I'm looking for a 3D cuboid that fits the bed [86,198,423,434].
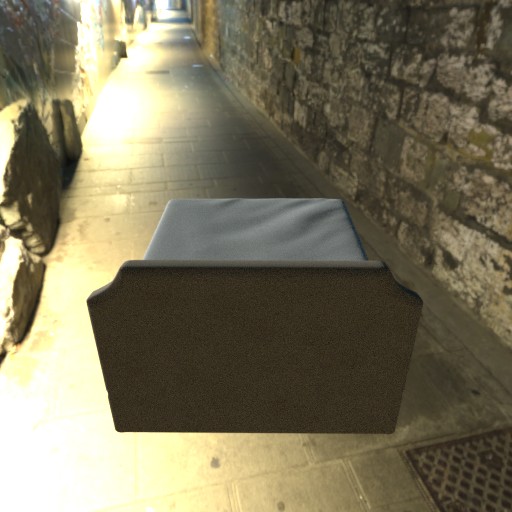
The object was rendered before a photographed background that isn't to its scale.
[{"bbox_3d":[0.000,0.000,3.641,1.977,1.293,2.498,0,30,0],"label":"bed"}]
